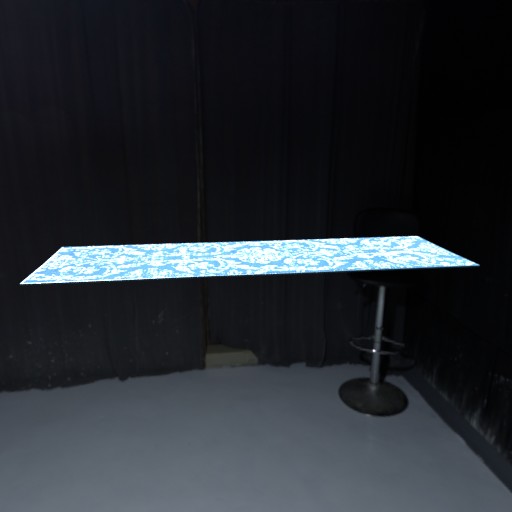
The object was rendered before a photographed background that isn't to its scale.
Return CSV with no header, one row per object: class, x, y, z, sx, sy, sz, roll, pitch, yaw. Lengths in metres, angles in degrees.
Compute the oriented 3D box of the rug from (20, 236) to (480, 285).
rug,0.000,0.000,2.412,2.196,0.011,0.662,-2,16,-7
